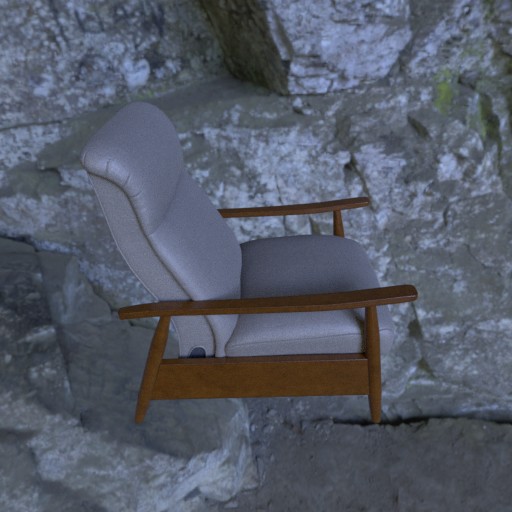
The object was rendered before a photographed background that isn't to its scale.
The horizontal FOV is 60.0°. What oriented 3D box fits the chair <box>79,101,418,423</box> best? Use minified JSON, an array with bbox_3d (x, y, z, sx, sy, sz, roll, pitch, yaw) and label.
[{"bbox_3d":[0.000,0.000,1.763,1.032,1.082,0.762,0,32,0],"label":"chair"}]
